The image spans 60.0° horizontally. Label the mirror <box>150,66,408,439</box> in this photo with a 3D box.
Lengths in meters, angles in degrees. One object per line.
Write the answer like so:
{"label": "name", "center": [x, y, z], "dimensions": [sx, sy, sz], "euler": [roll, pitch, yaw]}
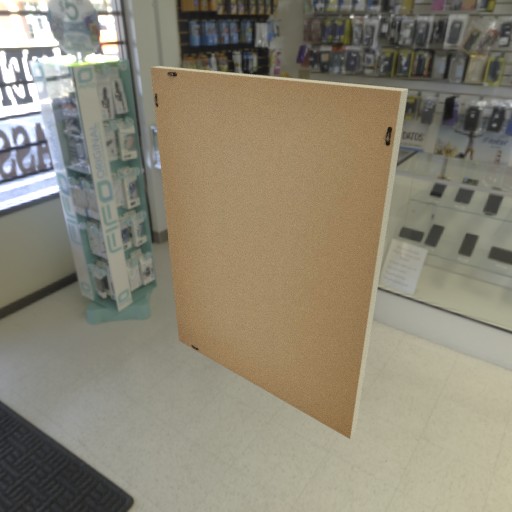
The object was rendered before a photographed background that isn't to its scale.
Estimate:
{"label": "mirror", "center": [0.000, 0.000, 1.342], "dimensions": [0.762, 1.016, 0.040], "euler": [21, 35, 33]}
